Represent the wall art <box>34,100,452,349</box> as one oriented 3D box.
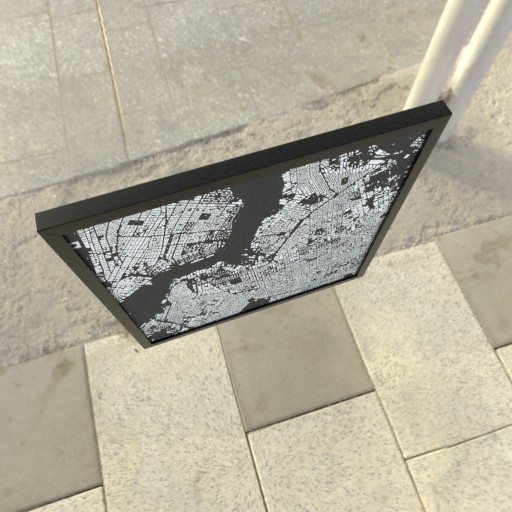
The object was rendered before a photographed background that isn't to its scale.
[{"bbox_3d":[0.000,0.000,1.110,0.755,0.761,0.038,-17,65,-8],"label":"wall art"}]
